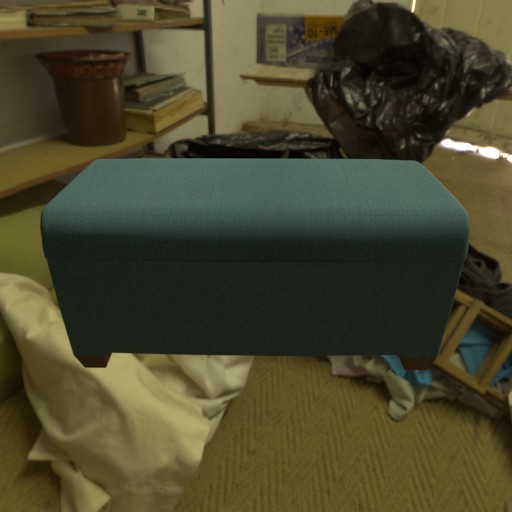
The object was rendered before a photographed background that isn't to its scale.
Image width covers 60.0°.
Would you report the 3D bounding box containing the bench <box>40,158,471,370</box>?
[{"bbox_3d":[0.000,0.000,1.270,0.995,0.474,0.476,0,30,1],"label":"bench"}]
